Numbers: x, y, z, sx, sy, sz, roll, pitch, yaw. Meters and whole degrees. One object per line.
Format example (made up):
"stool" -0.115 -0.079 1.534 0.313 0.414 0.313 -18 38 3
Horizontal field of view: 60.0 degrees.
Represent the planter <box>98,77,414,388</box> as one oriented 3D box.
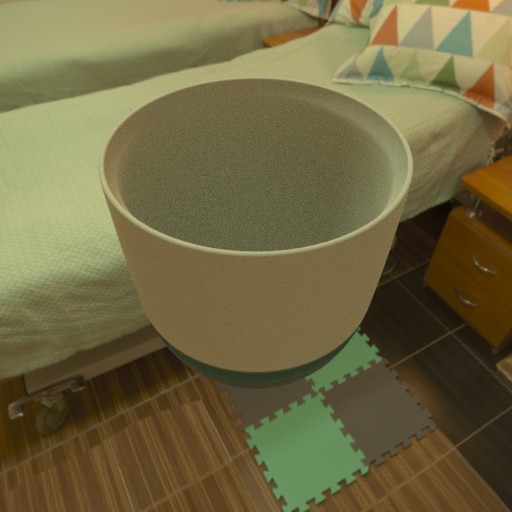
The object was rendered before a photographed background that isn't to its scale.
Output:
"planter" 0.000 0.000 0.371 0.204 0.214 0.204 0 46 0
